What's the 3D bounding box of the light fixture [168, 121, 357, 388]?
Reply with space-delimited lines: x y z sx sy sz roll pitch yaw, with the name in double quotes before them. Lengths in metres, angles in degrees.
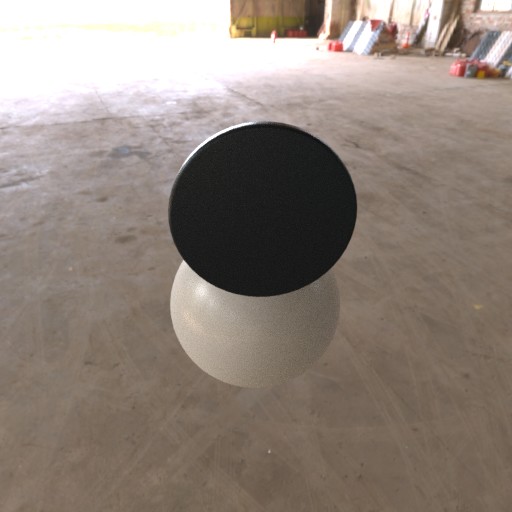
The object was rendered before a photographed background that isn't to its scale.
"light fixture" 0.000 0.000 0.472 0.197 0.332 0.230 -1 30 -2
